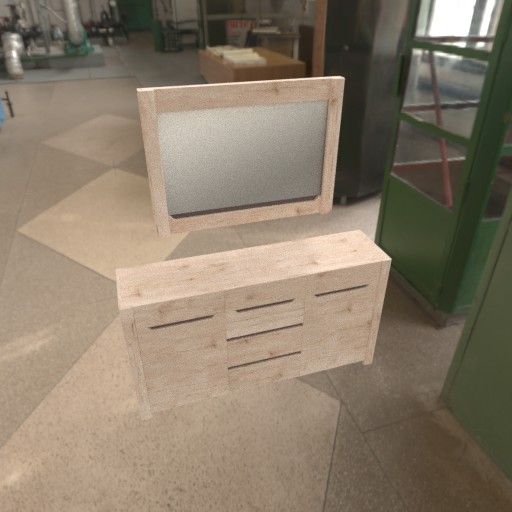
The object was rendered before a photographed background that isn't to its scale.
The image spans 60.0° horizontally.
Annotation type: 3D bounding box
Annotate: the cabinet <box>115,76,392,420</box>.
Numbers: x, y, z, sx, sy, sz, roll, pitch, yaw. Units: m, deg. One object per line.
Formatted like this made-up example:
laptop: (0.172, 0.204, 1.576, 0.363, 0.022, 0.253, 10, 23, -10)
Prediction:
cabinet: (0.000, 0.000, 2.764, 1.700, 1.981, 0.420, -9, 33, -15)
